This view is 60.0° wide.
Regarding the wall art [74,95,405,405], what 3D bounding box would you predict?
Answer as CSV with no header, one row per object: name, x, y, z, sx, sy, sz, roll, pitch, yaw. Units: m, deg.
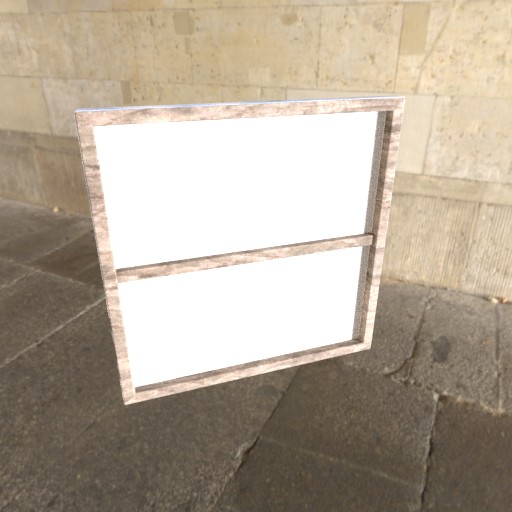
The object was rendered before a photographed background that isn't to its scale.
wall art,0.000,0.000,1.131,0.747,0.747,0.035,-8,27,-17
